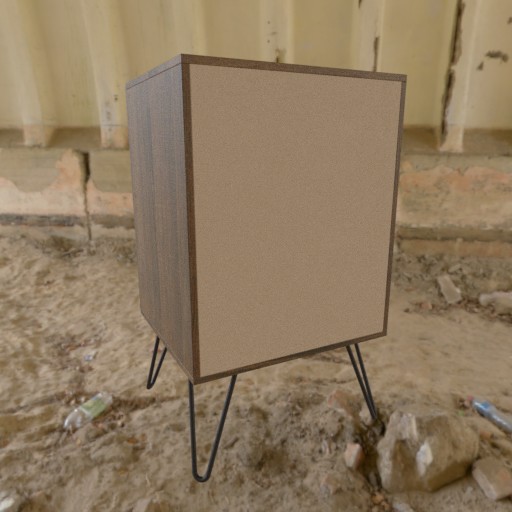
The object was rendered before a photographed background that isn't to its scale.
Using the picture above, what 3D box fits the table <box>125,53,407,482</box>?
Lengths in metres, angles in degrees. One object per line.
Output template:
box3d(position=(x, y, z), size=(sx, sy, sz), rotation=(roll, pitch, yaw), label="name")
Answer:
box3d(position=(0.000, 0.000, 1.162), size=(0.526, 0.866, 0.457), rotation=(-7, 16, -27), label="table")
